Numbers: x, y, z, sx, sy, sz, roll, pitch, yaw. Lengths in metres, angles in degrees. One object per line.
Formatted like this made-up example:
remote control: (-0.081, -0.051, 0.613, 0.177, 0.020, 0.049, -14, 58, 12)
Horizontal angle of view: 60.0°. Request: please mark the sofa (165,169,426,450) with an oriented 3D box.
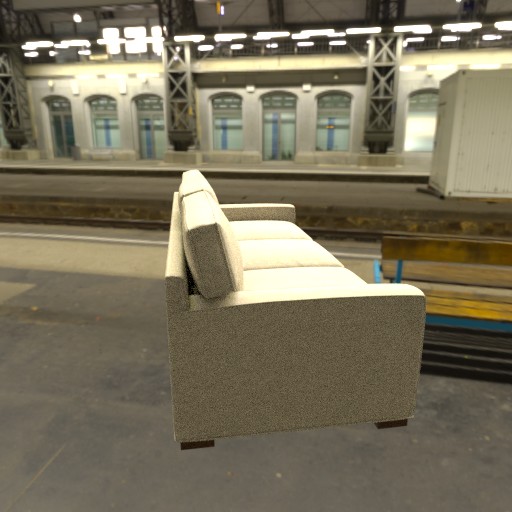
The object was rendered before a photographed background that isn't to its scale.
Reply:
sofa: (0.000, 0.000, 2.542, 0.936, 0.862, 2.093, -3, 16, -9)
